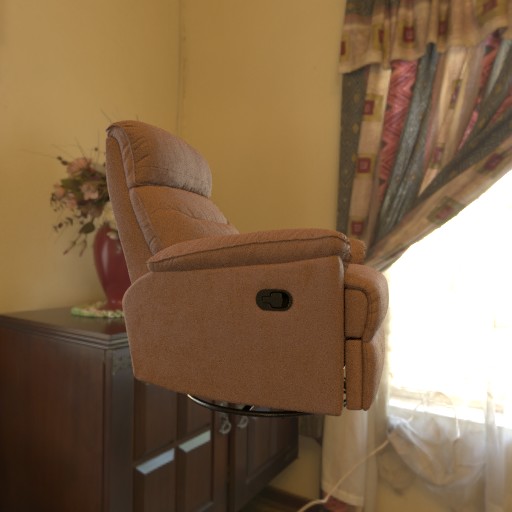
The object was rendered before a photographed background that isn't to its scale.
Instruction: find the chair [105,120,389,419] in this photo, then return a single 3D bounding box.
[{"bbox_3d":[0.000,0.000,1.747,1.004,1.037,0.820,0,0,18],"label":"chair"}]
